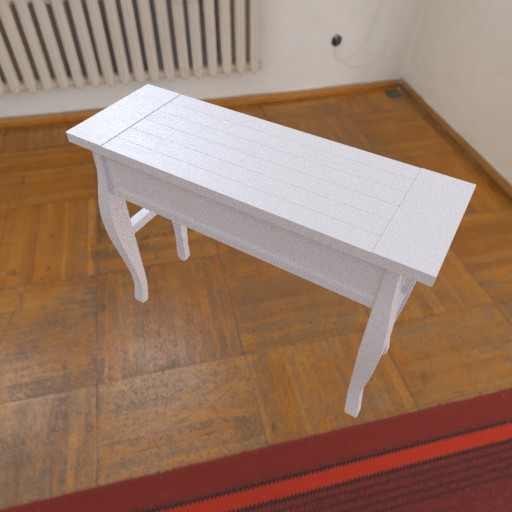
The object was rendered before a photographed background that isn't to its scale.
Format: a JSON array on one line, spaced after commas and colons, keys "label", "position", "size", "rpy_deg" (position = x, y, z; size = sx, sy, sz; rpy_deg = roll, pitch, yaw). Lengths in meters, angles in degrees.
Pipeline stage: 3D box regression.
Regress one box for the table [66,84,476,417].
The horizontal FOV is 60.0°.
[{"label": "table", "position": [0.000, 0.000, 1.461], "size": [1.062, 0.768, 0.373], "rpy_deg": [24, 51, 21]}]
